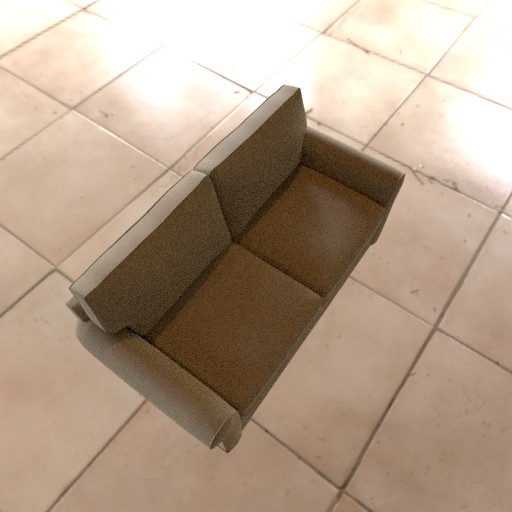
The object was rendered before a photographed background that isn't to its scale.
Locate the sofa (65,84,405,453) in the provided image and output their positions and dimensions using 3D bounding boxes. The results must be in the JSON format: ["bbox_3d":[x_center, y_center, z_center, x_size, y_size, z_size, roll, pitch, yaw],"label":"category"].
[{"bbox_3d":[0.000,0.000,2.338,0.861,0.933,1.774,31,63,18],"label":"sofa"}]
